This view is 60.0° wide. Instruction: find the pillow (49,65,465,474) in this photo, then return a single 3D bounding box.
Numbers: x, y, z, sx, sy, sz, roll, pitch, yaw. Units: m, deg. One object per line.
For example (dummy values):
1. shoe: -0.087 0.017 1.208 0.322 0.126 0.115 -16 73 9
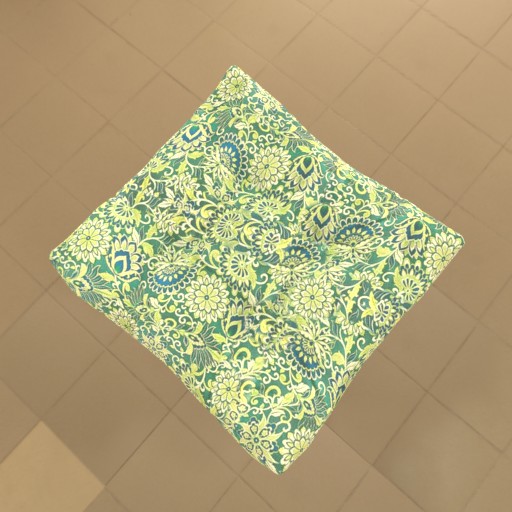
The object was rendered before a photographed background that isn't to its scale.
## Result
1. pillow: 0.000 0.000 0.723 0.490 0.128 0.468 40 80 9
